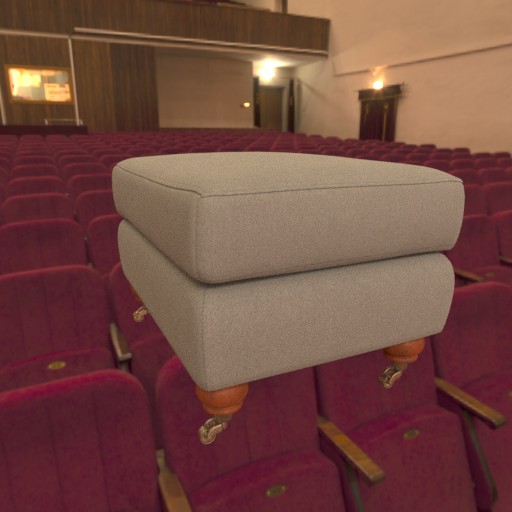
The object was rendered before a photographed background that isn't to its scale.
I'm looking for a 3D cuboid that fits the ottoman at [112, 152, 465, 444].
[{"bbox_3d":[0.000,0.000,1.105,0.569,0.499,0.773,-7,17,-25],"label":"ottoman"}]
